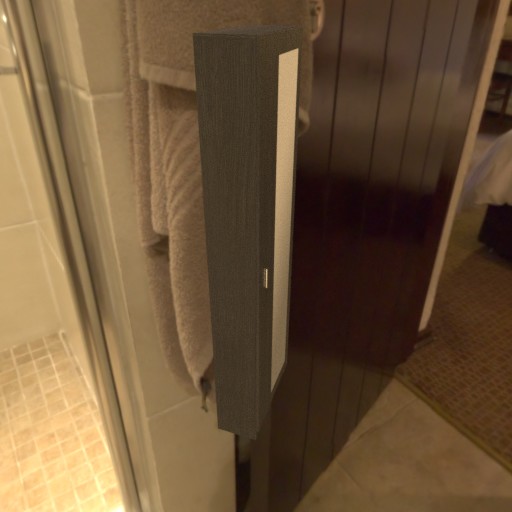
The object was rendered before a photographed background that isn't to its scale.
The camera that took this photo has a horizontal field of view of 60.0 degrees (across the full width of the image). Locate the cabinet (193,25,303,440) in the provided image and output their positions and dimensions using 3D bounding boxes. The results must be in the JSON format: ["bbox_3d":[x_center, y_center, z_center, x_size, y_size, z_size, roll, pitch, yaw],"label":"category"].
[{"bbox_3d":[0.000,0.000,1.962,0.230,1.790,0.500,10,32,17],"label":"cabinet"}]
